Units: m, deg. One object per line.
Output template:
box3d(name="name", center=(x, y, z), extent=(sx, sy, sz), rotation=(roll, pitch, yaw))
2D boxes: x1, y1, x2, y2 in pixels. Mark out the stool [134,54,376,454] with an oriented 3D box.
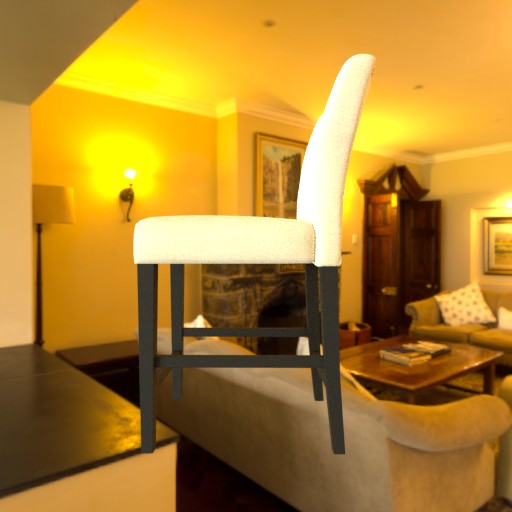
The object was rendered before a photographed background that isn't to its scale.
box3d(name="stool", center=(0.000, 0.000, 1.286), extent=(0.603, 0.972, 0.514), rotation=(0, 1, 1))
